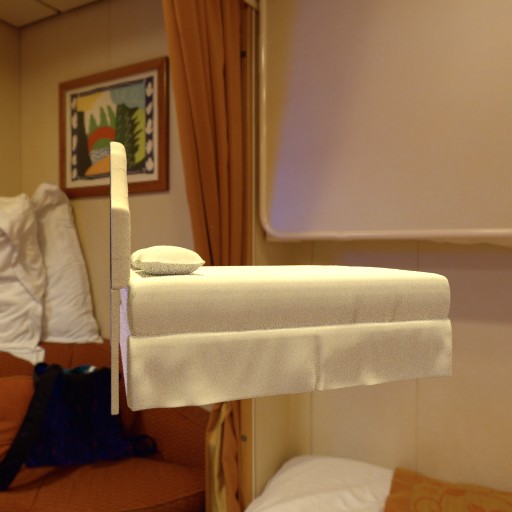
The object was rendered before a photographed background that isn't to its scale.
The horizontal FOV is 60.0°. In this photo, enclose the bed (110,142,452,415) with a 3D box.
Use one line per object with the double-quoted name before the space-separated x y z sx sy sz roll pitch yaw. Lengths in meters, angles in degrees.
"bed" 0.000 0.000 3.544 2.214 1.615 2.008 0 1 -18
